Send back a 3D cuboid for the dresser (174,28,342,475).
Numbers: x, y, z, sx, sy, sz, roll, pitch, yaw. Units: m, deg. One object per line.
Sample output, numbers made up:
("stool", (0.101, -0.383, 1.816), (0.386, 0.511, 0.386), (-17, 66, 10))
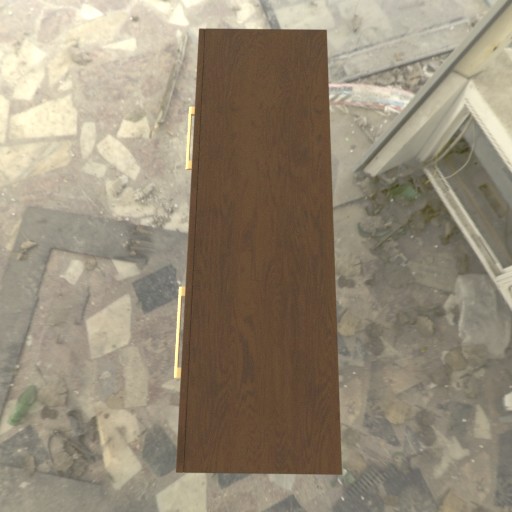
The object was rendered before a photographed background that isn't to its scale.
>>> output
("dresser", (0.000, 0.000, 1.894), (0.512, 0.889, 1.523), (1, 75, 0))
